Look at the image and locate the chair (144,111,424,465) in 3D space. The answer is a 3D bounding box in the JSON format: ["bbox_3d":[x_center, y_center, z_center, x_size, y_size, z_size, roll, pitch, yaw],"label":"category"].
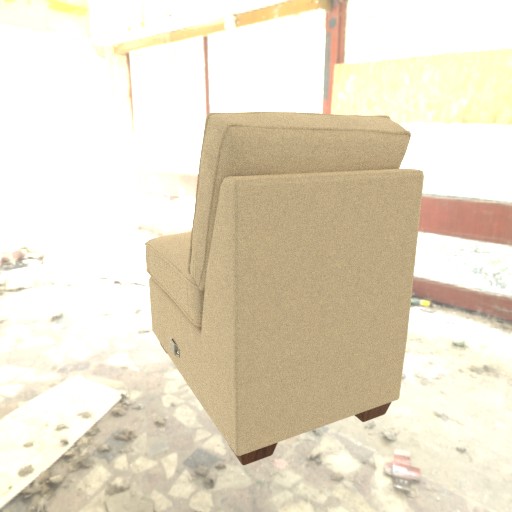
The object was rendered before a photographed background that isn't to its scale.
[{"bbox_3d":[0.000,0.000,1.614,0.621,0.970,0.938,-8,17,-26],"label":"chair"}]
